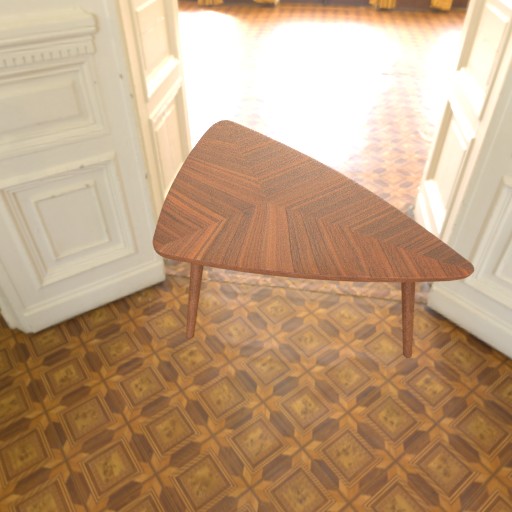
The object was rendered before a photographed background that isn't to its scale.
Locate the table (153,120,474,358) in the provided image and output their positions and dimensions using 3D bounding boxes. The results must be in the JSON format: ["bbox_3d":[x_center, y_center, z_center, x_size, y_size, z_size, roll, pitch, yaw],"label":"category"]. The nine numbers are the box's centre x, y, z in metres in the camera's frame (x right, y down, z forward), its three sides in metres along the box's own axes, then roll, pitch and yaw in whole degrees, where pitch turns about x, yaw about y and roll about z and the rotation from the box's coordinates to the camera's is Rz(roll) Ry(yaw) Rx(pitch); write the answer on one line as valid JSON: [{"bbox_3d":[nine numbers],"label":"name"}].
[{"bbox_3d":[0.000,0.000,1.304,0.601,0.365,1.008,-26,47,-27],"label":"table"}]
